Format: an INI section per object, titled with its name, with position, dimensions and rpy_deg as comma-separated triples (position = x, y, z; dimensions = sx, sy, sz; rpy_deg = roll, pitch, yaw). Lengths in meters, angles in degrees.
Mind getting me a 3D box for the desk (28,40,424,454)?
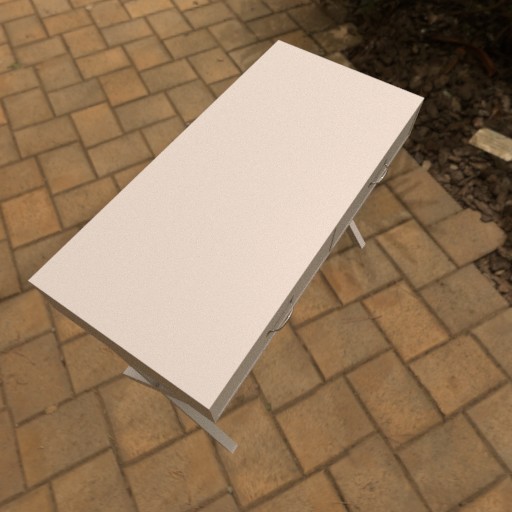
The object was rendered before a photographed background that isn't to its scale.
[desk]
position = 0.000, 0.000, 1.478
dimensions = 0.525, 0.780, 1.057
rpy_deg = 30, 64, 16
